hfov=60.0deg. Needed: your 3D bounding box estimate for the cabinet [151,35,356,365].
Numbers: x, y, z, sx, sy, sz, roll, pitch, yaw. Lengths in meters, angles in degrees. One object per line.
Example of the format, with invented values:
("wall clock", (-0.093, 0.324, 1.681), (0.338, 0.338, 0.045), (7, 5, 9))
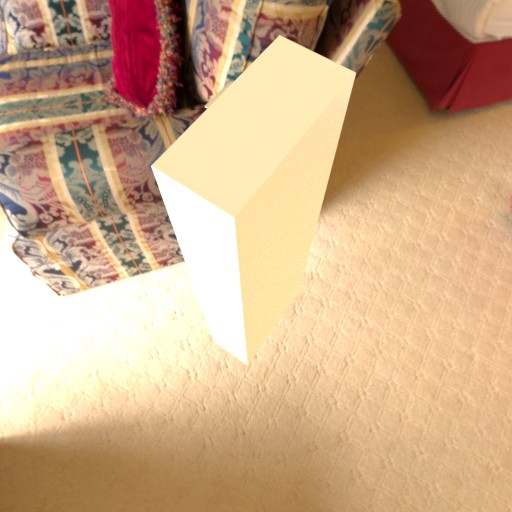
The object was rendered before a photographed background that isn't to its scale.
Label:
("cabinet", (0.000, 0.000, 1.809), (0.255, 1.630, 0.520), (33, 69, 14))
